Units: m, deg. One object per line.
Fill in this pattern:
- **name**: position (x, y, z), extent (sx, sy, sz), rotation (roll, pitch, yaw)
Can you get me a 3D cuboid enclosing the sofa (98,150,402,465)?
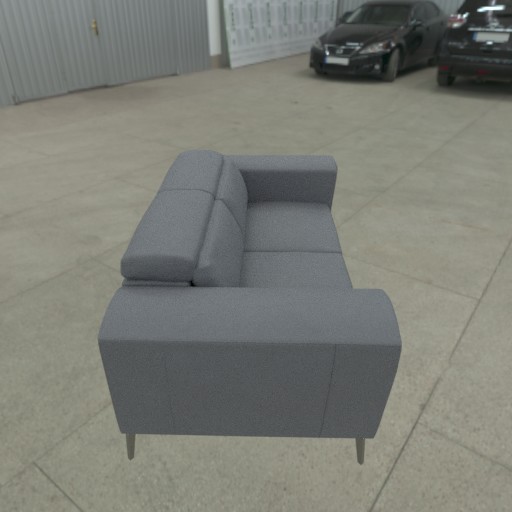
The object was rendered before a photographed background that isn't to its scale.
- **sofa**: position (0.000, 0.000, 2.323), extent (1.003, 0.779, 1.895), rotation (1, 31, 1)
